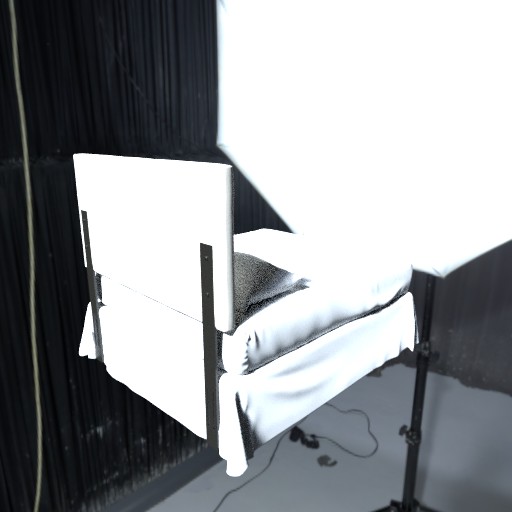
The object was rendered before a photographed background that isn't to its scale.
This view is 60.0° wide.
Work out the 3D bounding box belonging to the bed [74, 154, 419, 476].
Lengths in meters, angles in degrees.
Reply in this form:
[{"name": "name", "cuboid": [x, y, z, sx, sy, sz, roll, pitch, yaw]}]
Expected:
[{"name": "bed", "cuboid": [0.000, 0.000, 3.473, 2.222, 1.577, 1.936, -15, 21, -43]}]
